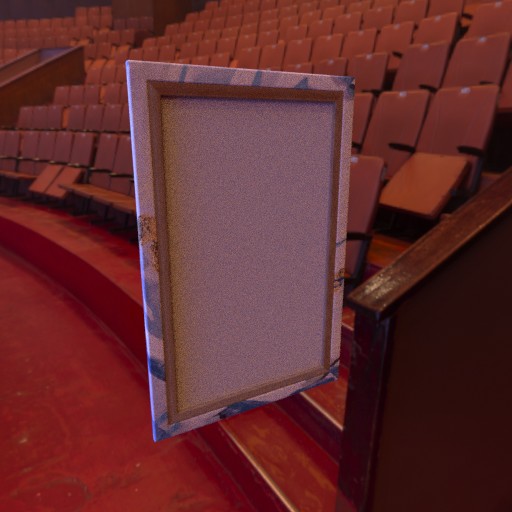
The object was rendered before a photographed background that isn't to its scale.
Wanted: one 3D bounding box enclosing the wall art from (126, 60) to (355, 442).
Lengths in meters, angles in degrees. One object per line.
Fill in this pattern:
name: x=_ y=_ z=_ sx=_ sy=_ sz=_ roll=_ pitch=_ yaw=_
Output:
wall art: x=0.000 y=0.000 z=1.172 sx=0.610 sy=0.914 sz=0.016 roll=-9 pitch=18 yaw=-29
